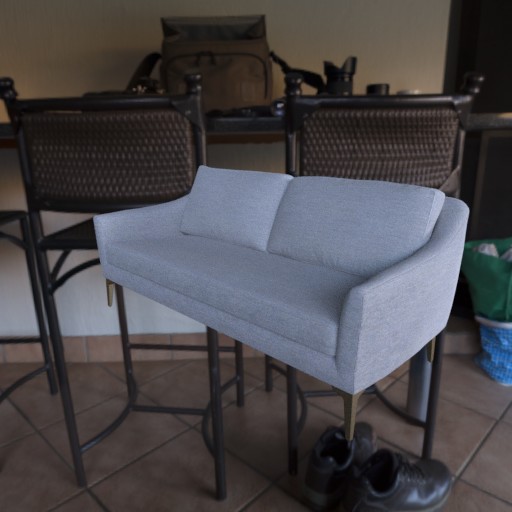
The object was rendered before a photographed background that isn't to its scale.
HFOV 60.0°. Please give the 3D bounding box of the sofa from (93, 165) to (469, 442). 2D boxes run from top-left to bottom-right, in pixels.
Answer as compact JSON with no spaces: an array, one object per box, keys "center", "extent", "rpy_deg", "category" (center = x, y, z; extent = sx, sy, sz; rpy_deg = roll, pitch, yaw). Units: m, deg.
[{"center":[0.000,0.000,2.520],"extent":[0.980,0.913,2.036],"rpy_deg":[-14,21,-42],"category":"sofa"}]
